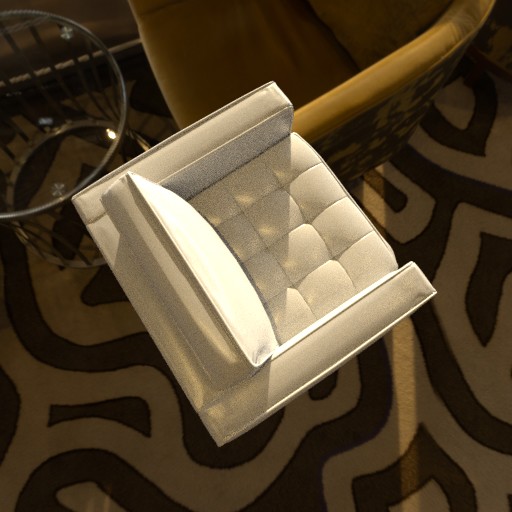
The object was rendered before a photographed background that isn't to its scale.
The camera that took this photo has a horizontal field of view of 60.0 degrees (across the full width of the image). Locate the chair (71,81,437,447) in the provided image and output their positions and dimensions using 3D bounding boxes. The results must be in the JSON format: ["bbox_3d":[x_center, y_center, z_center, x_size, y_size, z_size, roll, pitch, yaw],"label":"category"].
[{"bbox_3d":[0.000,0.000,1.548,0.843,0.773,0.928,-33,78,-8],"label":"chair"}]
